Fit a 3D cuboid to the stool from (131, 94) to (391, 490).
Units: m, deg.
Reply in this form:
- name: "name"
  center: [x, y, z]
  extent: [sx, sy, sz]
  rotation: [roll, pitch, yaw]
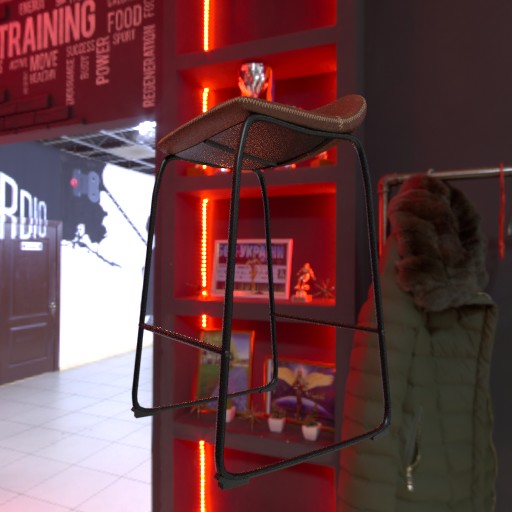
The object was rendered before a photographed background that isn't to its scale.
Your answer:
- name: "stool"
  center: [0.000, 0.000, 1.093]
  extent: [0.473, 0.830, 0.454]
  rotation: [1, -1, -35]
